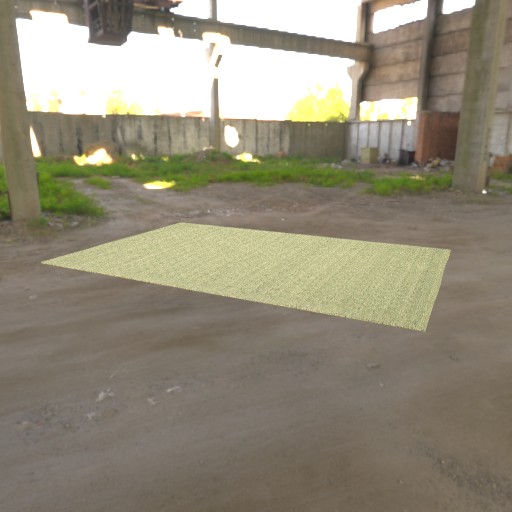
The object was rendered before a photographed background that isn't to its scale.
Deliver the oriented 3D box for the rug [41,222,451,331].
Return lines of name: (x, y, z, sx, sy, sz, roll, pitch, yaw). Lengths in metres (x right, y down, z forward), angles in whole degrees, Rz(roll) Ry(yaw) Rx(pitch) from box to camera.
rug: (0.000, 0.000, 2.242, 1.747, 0.006, 1.143, 7, 17, 26)
